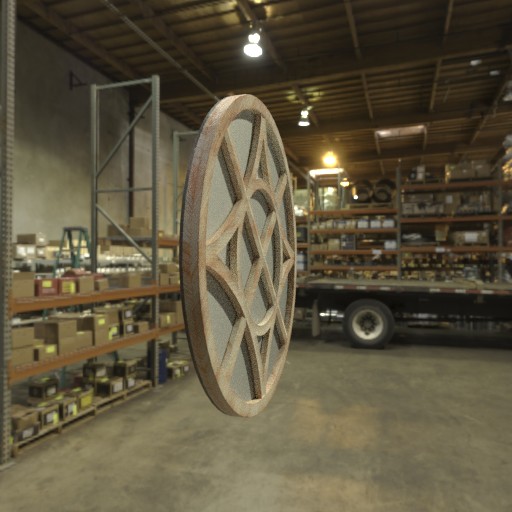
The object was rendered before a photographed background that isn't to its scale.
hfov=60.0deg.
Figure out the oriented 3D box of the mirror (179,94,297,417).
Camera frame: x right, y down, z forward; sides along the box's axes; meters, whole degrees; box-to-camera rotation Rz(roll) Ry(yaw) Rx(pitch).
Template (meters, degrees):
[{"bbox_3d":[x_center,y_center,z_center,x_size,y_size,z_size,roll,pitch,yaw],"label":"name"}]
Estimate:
[{"bbox_3d":[0.000,0.000,1.038,0.038,0.710,0.710,0,-1,18],"label":"mirror"}]
